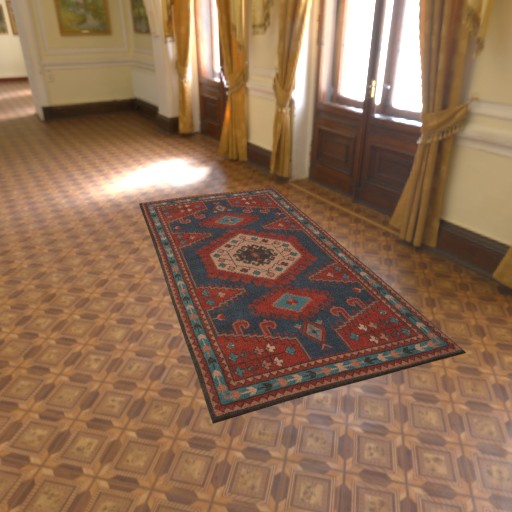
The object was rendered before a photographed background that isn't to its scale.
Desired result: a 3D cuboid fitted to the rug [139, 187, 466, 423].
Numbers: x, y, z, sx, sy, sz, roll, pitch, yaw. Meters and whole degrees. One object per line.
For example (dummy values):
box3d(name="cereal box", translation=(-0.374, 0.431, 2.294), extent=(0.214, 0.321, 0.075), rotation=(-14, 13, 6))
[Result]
box3d(name="rug", translation=(0.000, 0.000, 3.607), extent=(1.522, 0.034, 3.032), rotation=(-10, 30, -17))
